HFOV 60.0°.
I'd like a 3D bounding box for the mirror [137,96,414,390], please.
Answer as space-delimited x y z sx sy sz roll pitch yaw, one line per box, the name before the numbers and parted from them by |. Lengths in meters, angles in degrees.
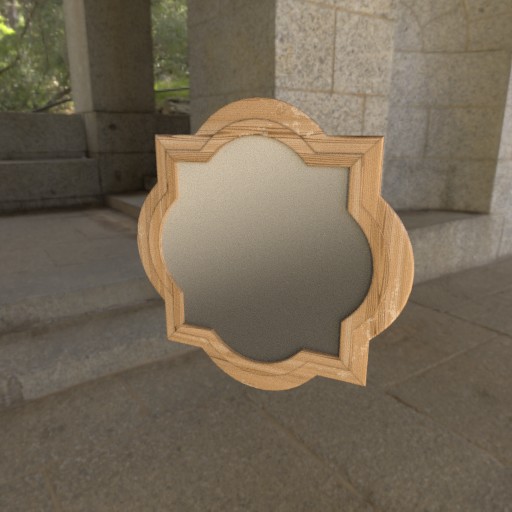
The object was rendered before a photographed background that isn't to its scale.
mirror | 0.000 0.000 1.039 0.686 0.686 0.019 7 17 24
